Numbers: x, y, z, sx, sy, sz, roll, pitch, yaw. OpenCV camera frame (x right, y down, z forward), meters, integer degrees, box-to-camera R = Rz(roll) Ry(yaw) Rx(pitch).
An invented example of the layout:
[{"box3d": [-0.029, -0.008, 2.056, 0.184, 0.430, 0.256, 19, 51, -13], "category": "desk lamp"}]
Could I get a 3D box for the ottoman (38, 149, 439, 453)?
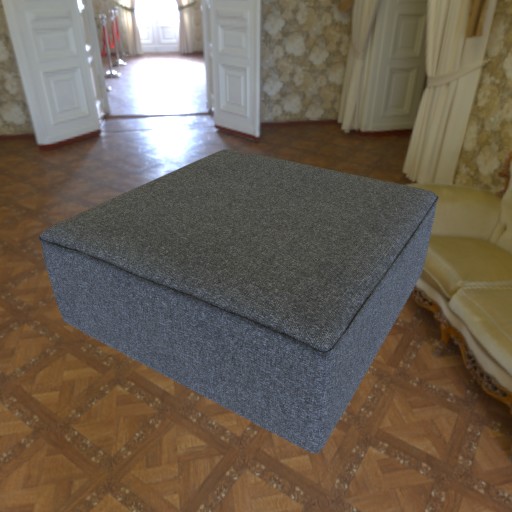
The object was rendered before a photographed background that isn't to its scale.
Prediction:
[{"box3d": [0.000, 0.000, 1.604, 1.017, 0.423, 1.021, 18, 36, 28], "category": "ottoman"}]
